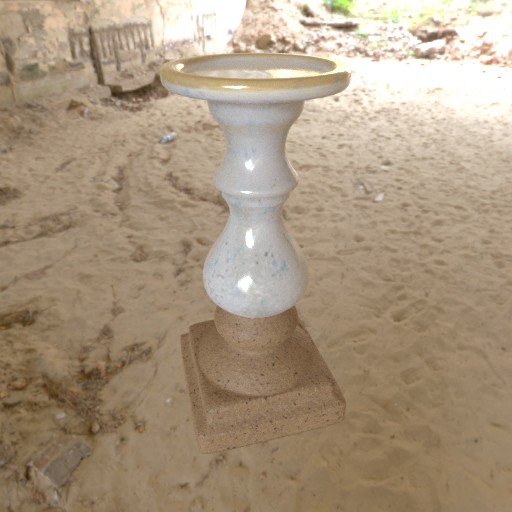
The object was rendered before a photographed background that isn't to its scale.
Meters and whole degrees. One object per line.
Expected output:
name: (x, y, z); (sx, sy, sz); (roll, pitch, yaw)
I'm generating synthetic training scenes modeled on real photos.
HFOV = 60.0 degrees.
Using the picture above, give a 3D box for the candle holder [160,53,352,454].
candle holder: (0.000, 0.000, 0.297); (0.110, 0.239, 0.110); (-8, 32, -13)
